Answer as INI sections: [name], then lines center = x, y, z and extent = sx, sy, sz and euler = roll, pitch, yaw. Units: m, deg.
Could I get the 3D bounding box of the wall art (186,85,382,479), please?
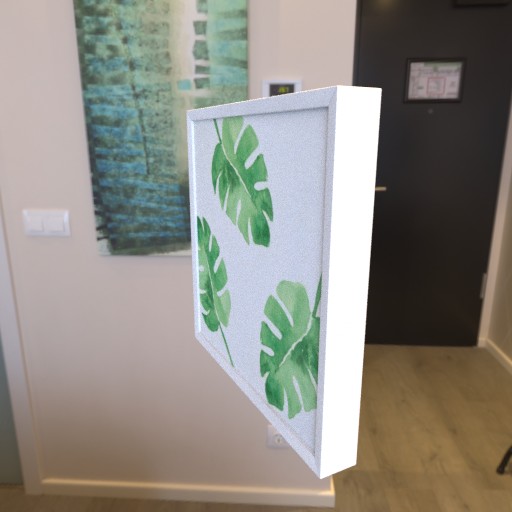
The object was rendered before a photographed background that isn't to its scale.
[wall art]
center = 0.000, 0.000, 0.466
extent = 0.038, 0.305, 0.305
euler = -7, 17, -26
